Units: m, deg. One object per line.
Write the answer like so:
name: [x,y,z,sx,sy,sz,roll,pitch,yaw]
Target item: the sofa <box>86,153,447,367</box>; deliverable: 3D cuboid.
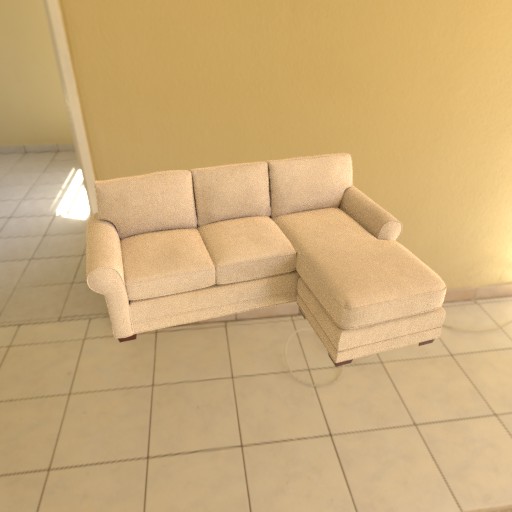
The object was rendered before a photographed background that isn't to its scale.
sofa: [0.000,0.000,2.461,1.770,0.734,1.226,-10,33,-15]
